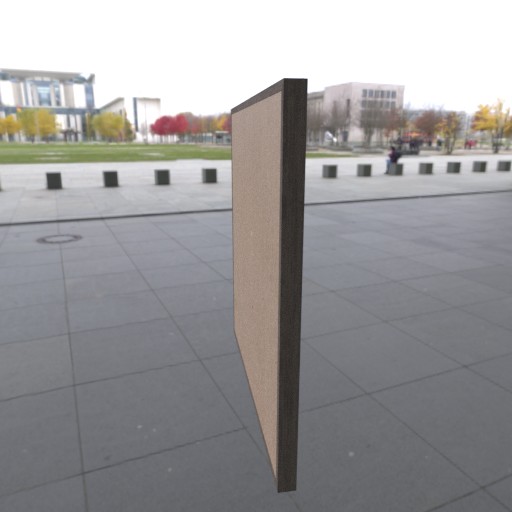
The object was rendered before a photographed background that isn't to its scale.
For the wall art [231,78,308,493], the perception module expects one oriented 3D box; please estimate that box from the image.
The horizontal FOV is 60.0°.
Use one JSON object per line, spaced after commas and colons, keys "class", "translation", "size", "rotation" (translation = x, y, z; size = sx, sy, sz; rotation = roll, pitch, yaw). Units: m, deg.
{"class": "wall art", "translation": [0.000, 0.000, 1.139], "size": [0.038, 0.762, 0.762], "rotation": [-2, 15, -9]}
